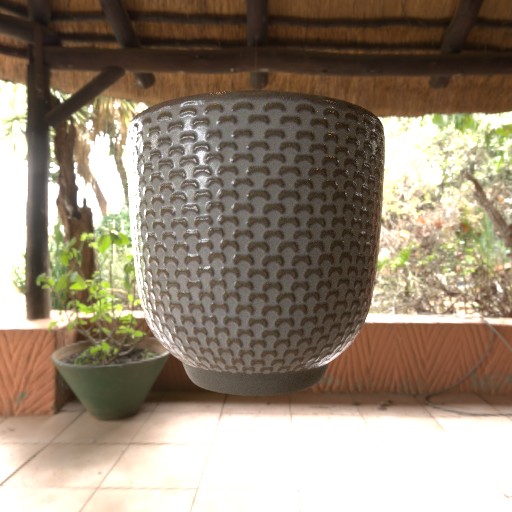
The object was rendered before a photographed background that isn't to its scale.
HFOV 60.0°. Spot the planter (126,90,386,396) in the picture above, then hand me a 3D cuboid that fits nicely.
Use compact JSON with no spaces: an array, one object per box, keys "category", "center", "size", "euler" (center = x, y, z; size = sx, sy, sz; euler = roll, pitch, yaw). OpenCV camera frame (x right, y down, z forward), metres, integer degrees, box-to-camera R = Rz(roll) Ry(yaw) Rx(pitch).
[{"category":"planter","center":[0.000,0.000,0.350],"size":[0.197,0.191,0.197],"euler":[0,0,0]}]
